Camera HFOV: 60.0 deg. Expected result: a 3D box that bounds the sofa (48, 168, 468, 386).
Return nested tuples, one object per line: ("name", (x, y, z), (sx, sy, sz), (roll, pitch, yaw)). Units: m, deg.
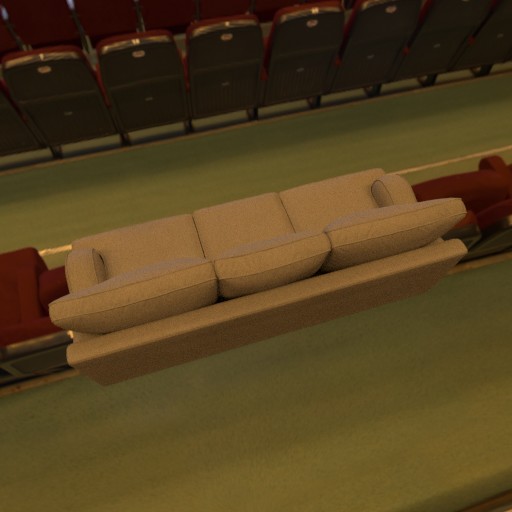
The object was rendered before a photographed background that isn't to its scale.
("sofa", (0.000, 0.000, 2.882), (2.323, 0.991, 1.016), (-15, 58, -9))
